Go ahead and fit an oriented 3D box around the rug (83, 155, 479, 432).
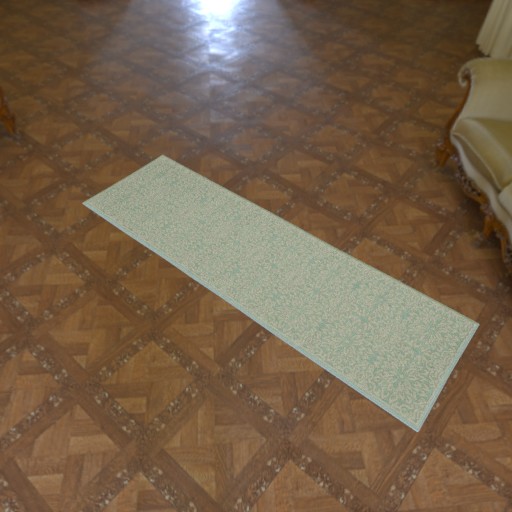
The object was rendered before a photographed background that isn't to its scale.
[{"bbox_3d":[0.000,0.000,2.398,2.196,0.011,0.662,31,54,26],"label":"rug"}]
